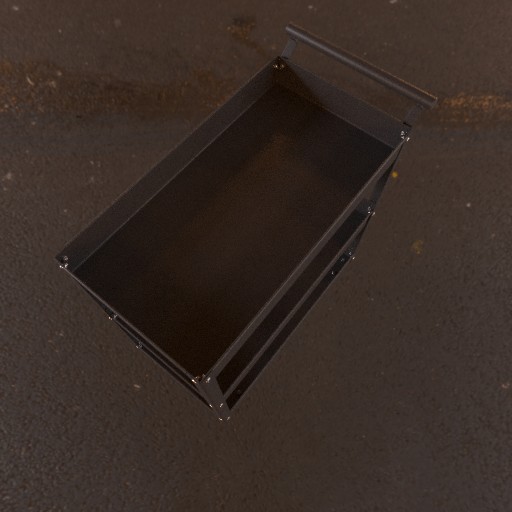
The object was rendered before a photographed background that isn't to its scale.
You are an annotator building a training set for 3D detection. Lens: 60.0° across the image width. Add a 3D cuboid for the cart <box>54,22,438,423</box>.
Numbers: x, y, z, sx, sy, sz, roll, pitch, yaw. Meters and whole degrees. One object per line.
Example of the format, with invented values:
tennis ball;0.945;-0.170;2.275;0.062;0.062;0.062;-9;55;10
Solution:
cart;0.000;0.000;1.162;0.366;0.780;0.719;36;69;16
